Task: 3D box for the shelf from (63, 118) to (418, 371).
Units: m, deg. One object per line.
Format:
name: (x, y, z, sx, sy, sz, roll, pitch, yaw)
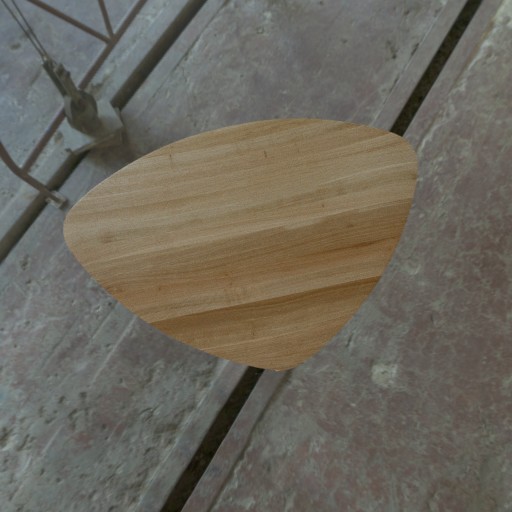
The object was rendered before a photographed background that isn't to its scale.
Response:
shelf: (0.000, 0.000, 1.686, 1.240, 0.439, 0.863, -13, 76, -4)
